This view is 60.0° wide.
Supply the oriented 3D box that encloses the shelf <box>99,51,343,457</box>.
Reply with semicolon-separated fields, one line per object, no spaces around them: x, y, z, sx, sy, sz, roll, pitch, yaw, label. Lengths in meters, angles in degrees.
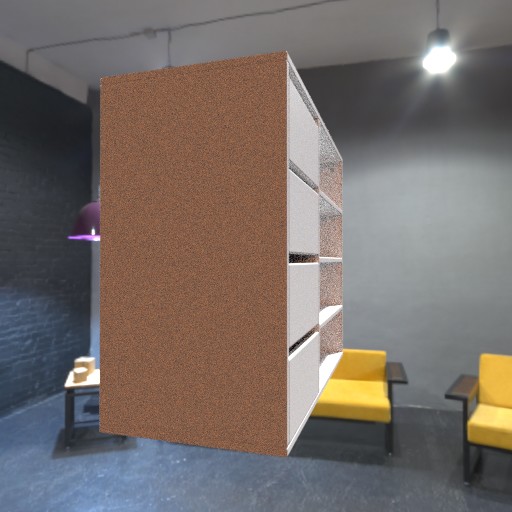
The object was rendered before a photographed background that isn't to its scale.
0.000;0.000;1.281;0.396;0.732;0.895;0;-1;17;shelf
